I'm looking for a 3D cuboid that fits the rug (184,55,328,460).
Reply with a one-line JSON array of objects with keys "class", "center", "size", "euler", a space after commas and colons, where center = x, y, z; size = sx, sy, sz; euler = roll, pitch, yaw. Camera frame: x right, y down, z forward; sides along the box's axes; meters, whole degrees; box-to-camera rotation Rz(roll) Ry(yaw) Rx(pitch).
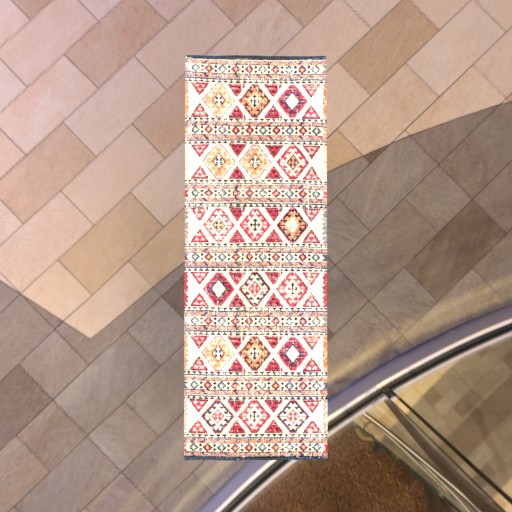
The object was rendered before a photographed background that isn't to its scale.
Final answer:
[{"class": "rug", "center": [0.000, 0.000, 2.584], "size": [0.832, 0.008, 2.362], "euler": [0, 89, -1]}]
